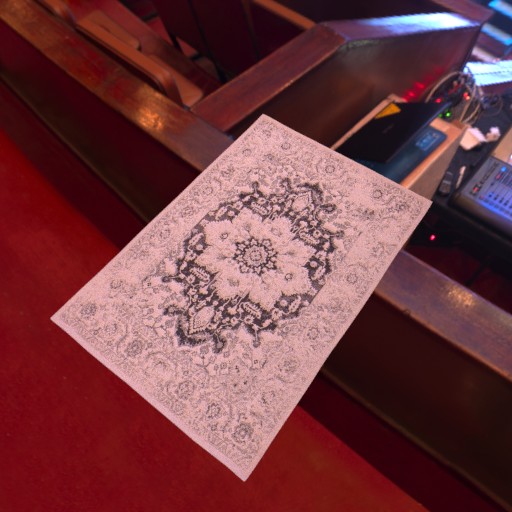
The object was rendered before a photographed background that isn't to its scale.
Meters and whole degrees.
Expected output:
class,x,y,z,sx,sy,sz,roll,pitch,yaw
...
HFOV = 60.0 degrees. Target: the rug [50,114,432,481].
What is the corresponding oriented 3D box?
class,x,y,z,sx,sy,sz,roll,pitch,yaw
rug,0.000,0.000,2.391,1.223,0.008,1.813,33,65,17
